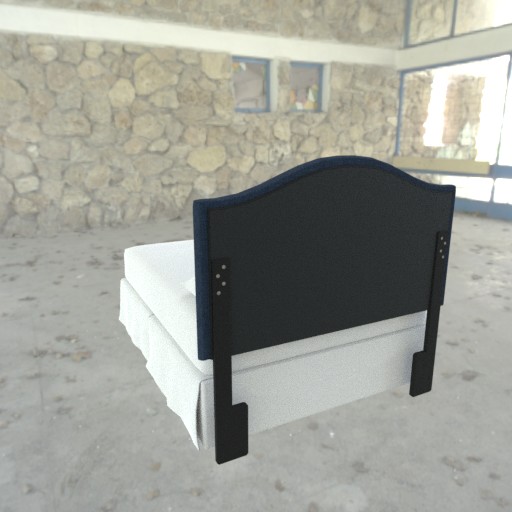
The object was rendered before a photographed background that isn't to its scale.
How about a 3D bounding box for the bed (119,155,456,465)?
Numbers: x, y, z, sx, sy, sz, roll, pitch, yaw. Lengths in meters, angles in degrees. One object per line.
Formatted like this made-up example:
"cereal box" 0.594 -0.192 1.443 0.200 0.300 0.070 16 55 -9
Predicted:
"bed" 0.000 0.000 3.322 1.725 1.518 2.153 -7 16 -26
